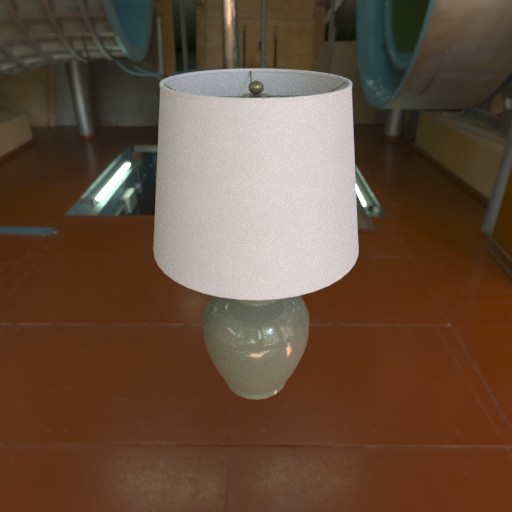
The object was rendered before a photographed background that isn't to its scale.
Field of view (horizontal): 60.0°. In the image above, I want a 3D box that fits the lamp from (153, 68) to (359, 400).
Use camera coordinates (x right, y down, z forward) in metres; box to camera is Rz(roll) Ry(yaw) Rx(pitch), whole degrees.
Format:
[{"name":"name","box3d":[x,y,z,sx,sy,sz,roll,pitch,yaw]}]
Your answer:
[{"name":"lamp","box3d":[0.000,0.000,0.537,0.239,0.399,0.239,0,30,0]}]
